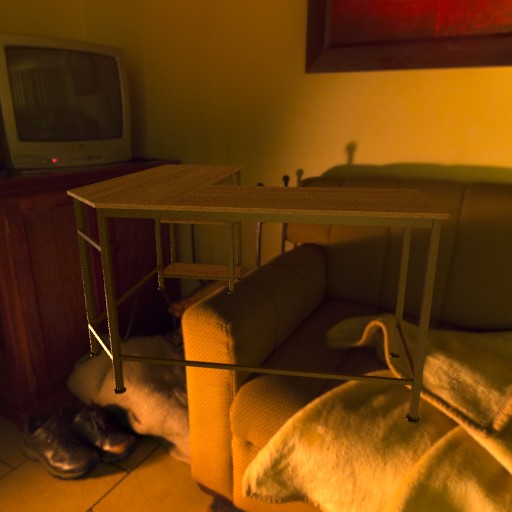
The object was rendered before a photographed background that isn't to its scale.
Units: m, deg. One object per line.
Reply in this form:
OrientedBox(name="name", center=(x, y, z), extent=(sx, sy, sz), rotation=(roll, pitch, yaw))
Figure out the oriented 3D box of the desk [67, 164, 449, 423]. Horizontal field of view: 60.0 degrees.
OrientedBox(name="desk", center=(0.000, 0.000, 2.179), extent=(1.379, 0.739, 1.379), rotation=(3, 17, 9))
